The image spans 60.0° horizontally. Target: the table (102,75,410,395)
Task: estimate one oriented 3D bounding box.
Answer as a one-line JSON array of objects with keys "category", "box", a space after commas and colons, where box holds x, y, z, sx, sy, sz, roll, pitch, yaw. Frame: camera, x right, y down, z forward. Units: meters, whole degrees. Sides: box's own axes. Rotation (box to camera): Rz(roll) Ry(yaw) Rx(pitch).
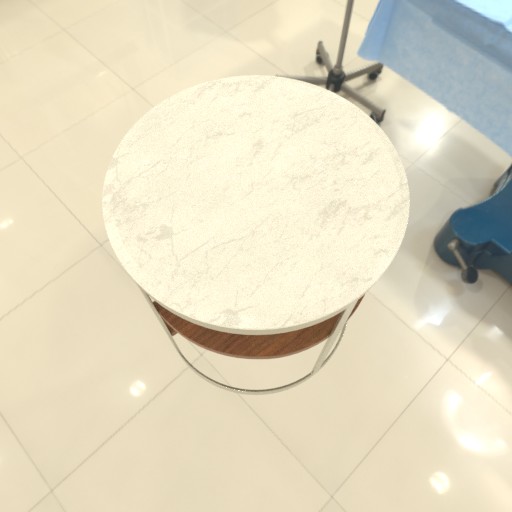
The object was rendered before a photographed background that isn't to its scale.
[{"category": "table", "box": [0.000, 0.000, 0.787, 0.407, 0.447, 0.407, 0, 63, 0]}]
